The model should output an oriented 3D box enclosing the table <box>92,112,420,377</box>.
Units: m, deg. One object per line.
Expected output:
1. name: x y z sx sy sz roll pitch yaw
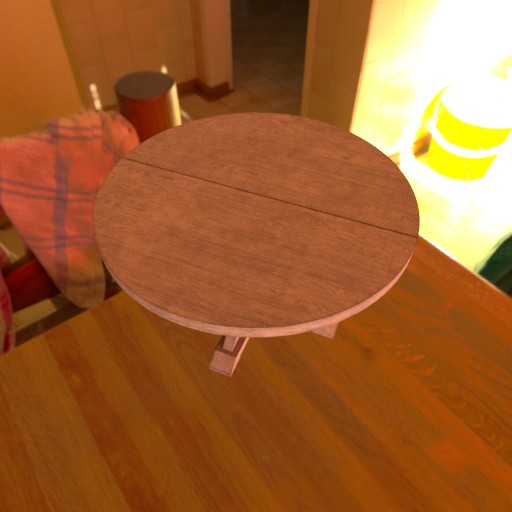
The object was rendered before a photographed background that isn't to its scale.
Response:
1. table: 0.000 0.000 2.183 1.363 0.781 1.363 0 47 0
